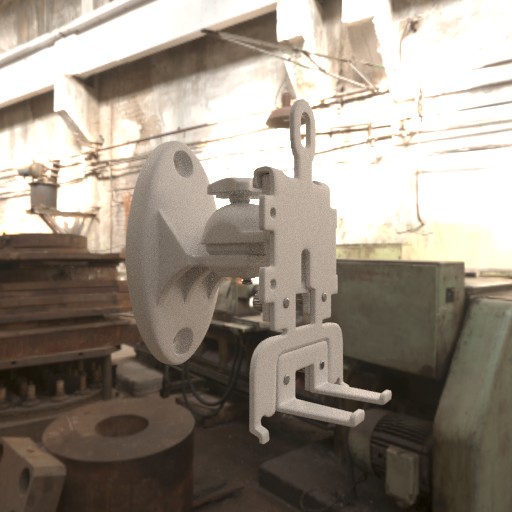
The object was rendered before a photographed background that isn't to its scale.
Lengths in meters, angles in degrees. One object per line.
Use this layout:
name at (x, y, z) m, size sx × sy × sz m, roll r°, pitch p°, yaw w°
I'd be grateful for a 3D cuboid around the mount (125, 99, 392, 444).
mount at (0.000, 0.000, 0.181) m, size 0.100 × 0.118 × 0.066 m, roll 0°, pitch 0°, yaw 36°
